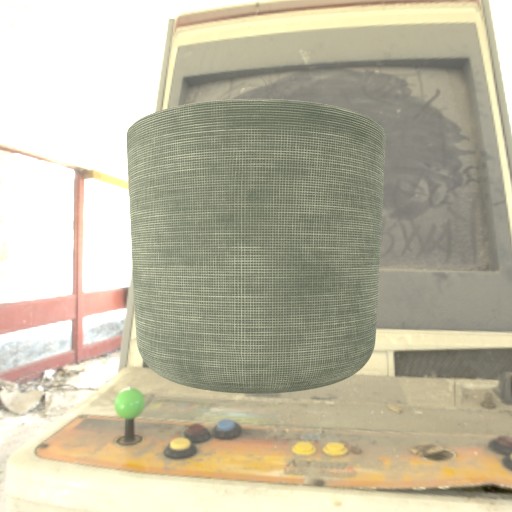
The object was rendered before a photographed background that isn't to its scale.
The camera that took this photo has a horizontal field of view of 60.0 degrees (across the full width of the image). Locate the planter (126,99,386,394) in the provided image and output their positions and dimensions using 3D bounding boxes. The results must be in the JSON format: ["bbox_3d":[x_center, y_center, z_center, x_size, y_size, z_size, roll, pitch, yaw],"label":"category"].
[{"bbox_3d":[0.000,0.000,0.782,0.440,0.398,0.440,0,0,0],"label":"planter"}]
